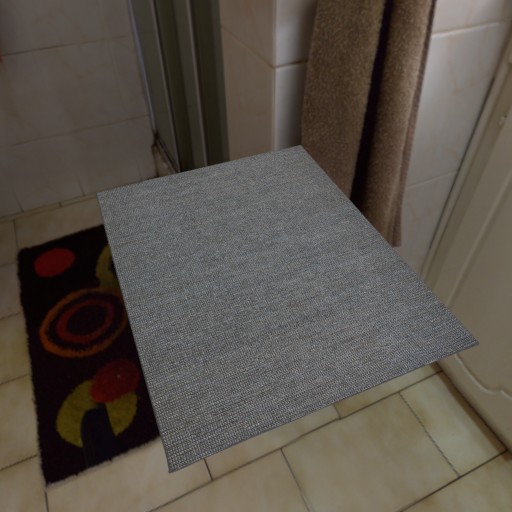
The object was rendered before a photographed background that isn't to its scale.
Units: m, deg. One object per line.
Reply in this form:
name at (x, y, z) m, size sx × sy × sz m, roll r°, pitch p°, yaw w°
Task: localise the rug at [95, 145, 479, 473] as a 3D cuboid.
rug at (0.000, 0.000, 4.064) m, size 2.456 × 0.021 × 3.068 m, roll -17°, pitch 48°, yaw -16°
